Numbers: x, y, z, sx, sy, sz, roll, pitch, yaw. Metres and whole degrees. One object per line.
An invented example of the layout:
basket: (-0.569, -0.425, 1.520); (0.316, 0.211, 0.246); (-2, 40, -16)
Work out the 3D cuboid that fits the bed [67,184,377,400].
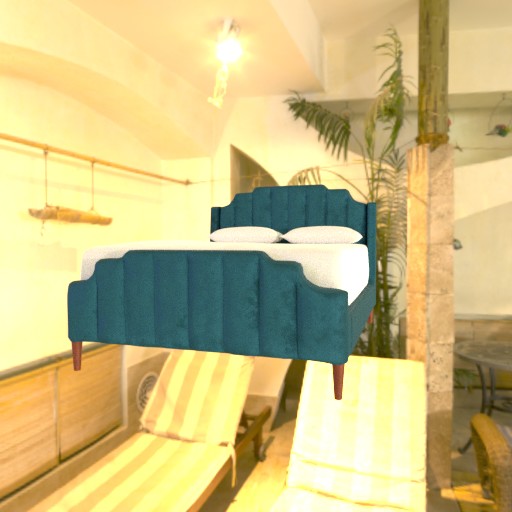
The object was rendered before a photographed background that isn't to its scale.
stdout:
bed: (0.000, 0.000, 3.438); (1.678, 1.338, 2.322); (1, 2, 18)
